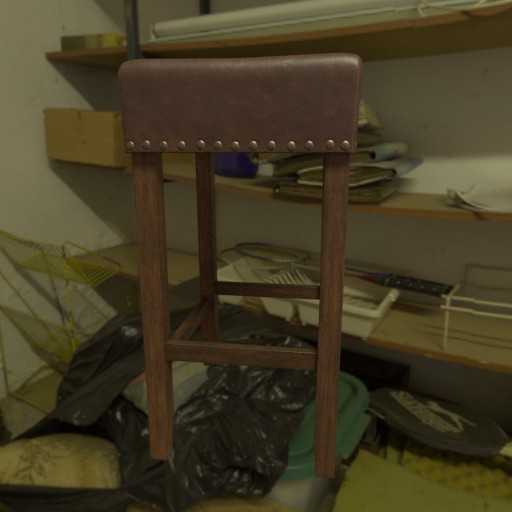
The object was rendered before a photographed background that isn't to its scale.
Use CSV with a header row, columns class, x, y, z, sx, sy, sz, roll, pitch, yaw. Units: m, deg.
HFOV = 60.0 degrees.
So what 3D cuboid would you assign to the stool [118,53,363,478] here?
class,x,y,z,sx,sy,sz,roll,pitch,yaw
stool,0.000,0.000,1.004,0.401,0.769,0.465,2,14,8
